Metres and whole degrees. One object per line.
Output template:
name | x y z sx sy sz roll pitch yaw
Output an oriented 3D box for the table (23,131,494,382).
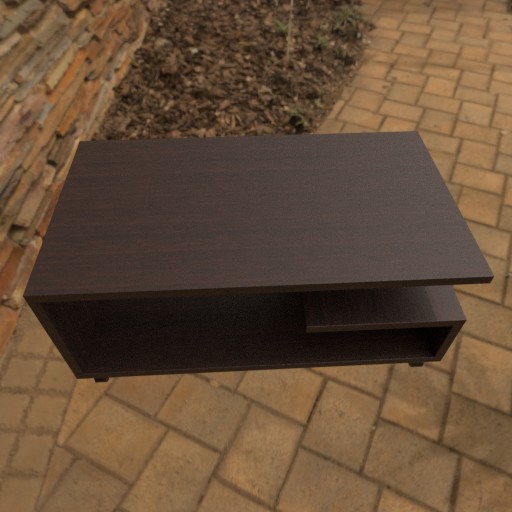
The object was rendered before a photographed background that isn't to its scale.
table | 0.000 0.000 1.351 1.050 0.460 0.590 -2 48 -2
